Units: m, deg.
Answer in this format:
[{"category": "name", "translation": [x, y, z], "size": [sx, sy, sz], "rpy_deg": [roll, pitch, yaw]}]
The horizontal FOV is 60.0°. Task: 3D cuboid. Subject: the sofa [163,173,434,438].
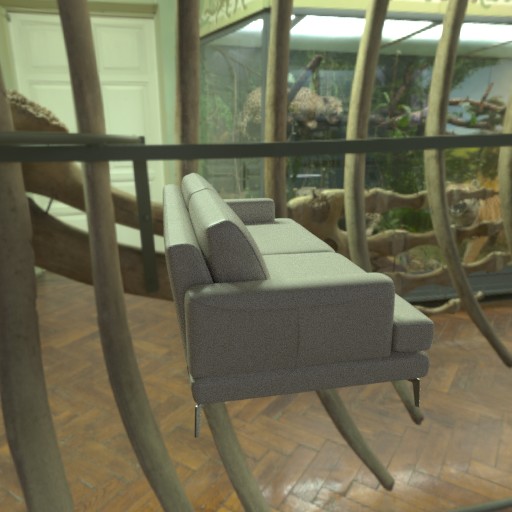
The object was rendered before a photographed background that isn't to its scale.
[{"category": "sofa", "translation": [0.000, 0.000, 2.438], "size": [0.974, 0.765, 1.940], "rpy_deg": [-3, 17, -11]}]
